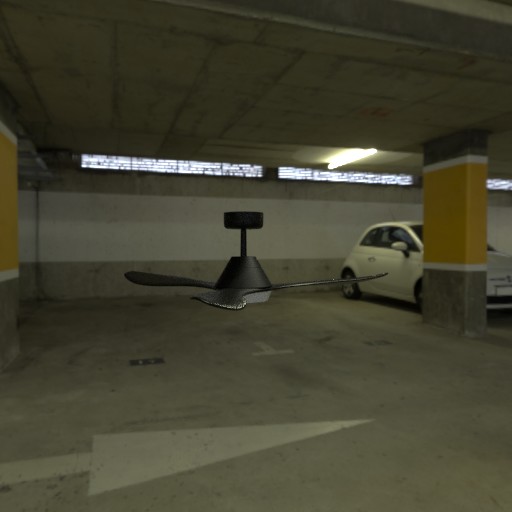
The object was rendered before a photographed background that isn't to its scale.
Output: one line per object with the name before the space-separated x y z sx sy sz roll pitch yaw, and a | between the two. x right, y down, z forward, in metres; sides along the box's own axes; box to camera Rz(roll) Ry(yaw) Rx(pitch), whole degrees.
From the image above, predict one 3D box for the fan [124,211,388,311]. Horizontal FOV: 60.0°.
fan | 0.000 0.000 1.655 1.067 0.305 1.067 -1 2 -36
